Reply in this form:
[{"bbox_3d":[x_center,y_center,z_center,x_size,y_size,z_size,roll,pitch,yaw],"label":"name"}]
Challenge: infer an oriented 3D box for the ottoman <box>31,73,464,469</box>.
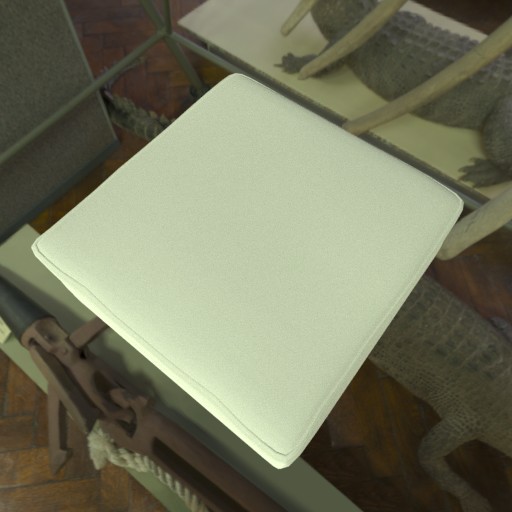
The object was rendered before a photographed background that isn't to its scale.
[{"bbox_3d":[0.000,0.000,1.315,0.838,0.479,0.838,35,68,16],"label":"ottoman"}]
